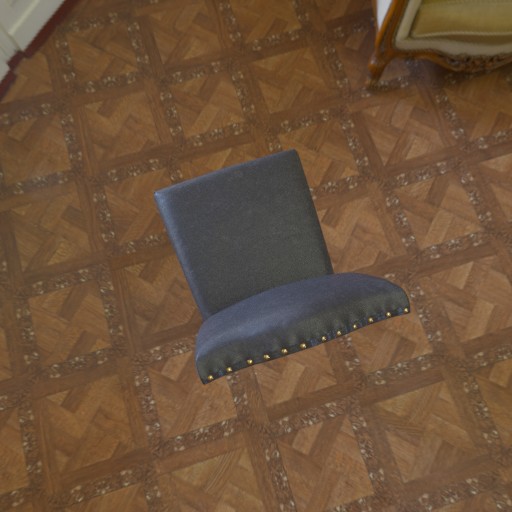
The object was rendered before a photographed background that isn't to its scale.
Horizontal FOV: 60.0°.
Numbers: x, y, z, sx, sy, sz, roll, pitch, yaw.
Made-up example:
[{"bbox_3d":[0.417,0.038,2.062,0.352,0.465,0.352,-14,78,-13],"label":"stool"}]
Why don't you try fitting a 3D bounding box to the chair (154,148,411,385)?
[{"bbox_3d":[0.000,0.000,1.351,0.500,0.991,0.633,-18,76,-5],"label":"chair"}]
